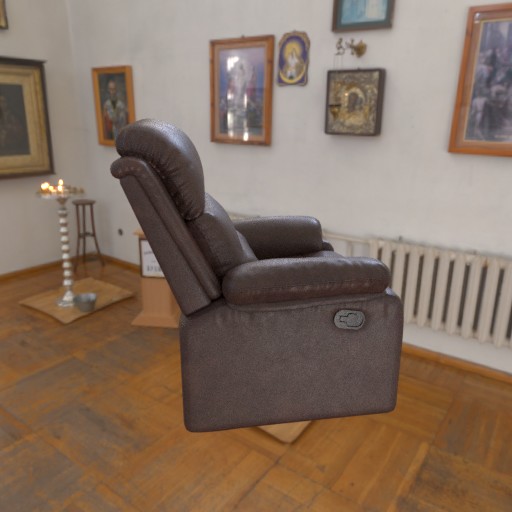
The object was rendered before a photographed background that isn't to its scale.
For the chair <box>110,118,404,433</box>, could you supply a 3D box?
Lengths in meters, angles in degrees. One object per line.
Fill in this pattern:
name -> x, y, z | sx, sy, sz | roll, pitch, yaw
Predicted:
chair -> 0.000, 0.000, 1.680 | 0.919, 0.992, 0.855 | -2, 16, -9
